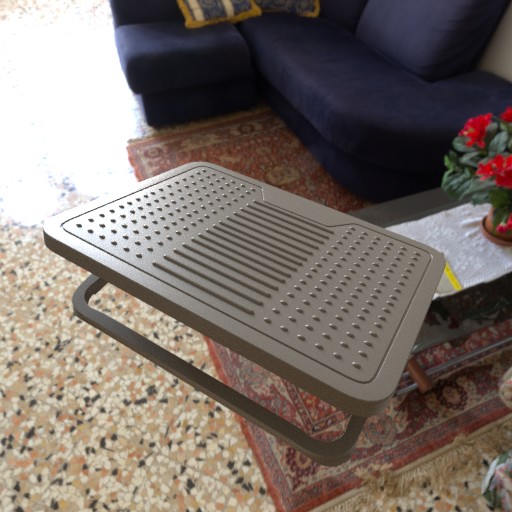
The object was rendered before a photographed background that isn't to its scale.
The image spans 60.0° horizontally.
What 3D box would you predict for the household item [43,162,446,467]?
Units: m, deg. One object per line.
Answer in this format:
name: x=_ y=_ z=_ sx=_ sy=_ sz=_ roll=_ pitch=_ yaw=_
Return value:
household item: x=0.000 y=0.000 z=0.520 sx=0.390 sy=0.126 sz=0.301 roll=24 pitch=52 yaw=21
